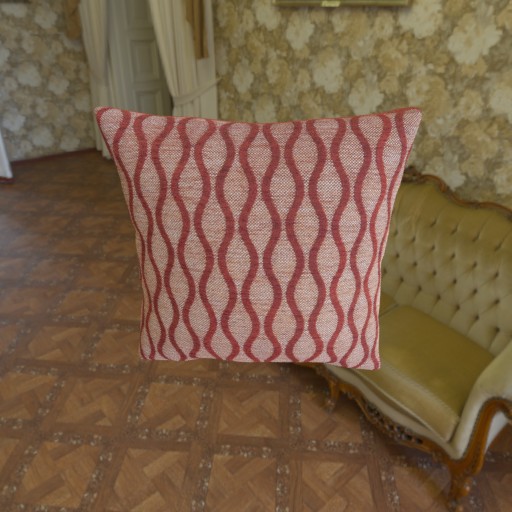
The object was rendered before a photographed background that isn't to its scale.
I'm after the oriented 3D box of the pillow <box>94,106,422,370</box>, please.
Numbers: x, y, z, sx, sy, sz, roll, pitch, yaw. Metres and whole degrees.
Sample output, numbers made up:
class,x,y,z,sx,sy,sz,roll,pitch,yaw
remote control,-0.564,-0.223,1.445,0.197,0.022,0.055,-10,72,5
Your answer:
class,x,y,z,sx,sy,sz,roll,pitch,yaw
pillow,0.000,0.000,0.669,0.429,0.434,0.159,1,29,2
